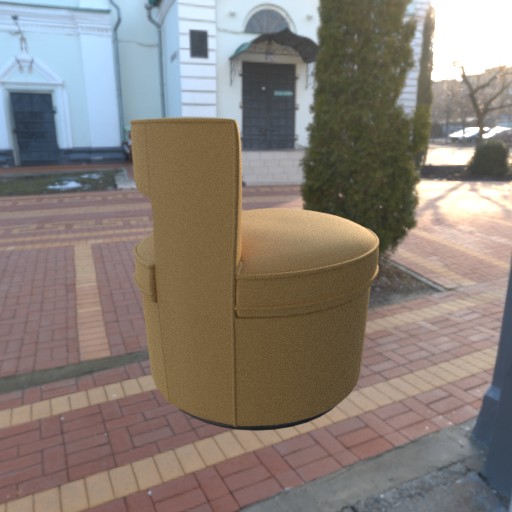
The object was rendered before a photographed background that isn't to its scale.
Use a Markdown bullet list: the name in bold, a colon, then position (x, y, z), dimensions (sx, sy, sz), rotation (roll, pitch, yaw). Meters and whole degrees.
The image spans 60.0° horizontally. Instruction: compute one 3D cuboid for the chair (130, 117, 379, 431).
- **chair**: position (0.000, 0.000, 1.232), dimensions (0.665, 0.723, 0.650), rotation (-3, 16, -9)
